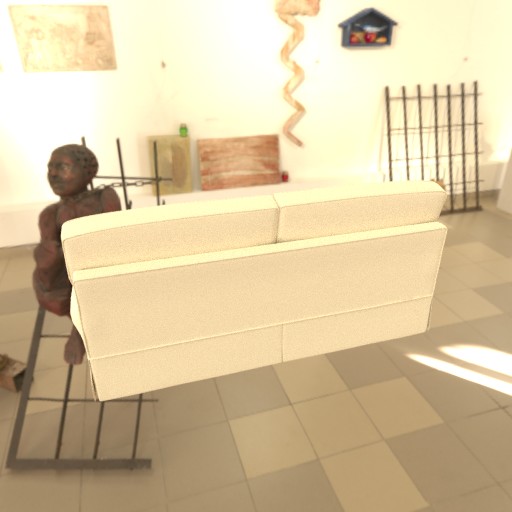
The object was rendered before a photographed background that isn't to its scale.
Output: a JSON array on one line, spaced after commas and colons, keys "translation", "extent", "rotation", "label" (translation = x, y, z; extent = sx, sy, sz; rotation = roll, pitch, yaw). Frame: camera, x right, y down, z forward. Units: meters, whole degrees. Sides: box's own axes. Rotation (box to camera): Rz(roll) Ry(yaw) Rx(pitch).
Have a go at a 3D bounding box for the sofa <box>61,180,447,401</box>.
[{"translation": [0.000, 0.000, 2.606], "extent": [2.021, 0.937, 0.862], "rotation": [-8, 28, -16], "label": "sofa"}]
